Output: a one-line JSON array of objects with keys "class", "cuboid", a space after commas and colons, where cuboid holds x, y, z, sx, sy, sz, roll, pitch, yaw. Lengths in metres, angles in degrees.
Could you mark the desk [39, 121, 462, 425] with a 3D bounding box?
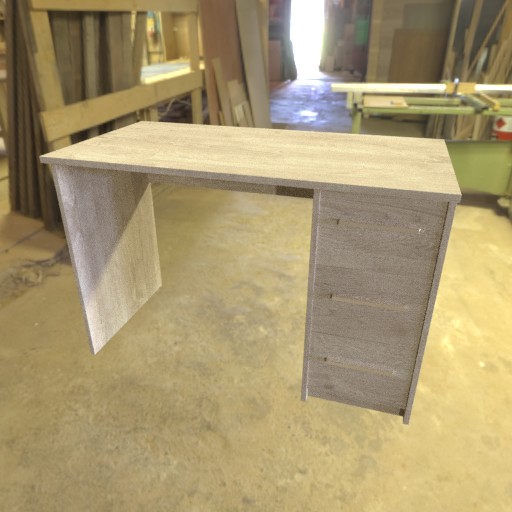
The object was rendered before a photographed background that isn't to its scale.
[{"class": "desk", "cuboid": [0.000, 0.000, 1.501, 1.097, 0.735, 0.560, 8, 28, 15]}]
